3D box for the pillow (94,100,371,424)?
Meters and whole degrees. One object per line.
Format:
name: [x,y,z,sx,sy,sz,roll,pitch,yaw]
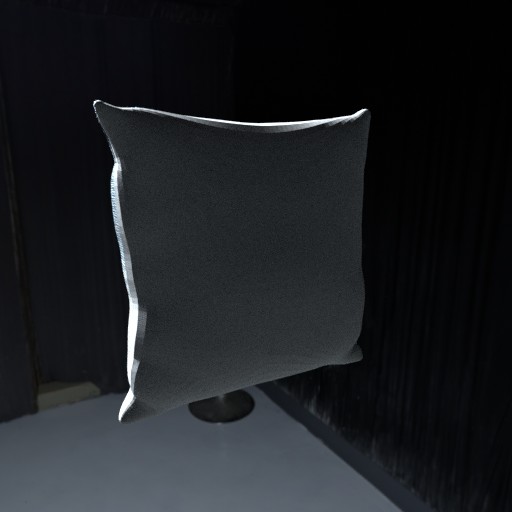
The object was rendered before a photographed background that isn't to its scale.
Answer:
pillow: [0.000,0.000,0.673,0.440,0.441,0.182,-7,15,-28]
